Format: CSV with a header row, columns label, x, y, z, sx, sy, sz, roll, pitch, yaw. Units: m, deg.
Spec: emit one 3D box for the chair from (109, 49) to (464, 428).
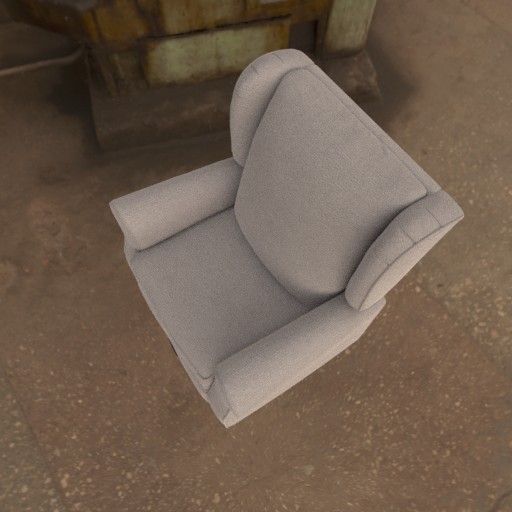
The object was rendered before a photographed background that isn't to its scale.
label,x,y,z,sx,sy,sz,roll,pitch,yaw
chair,0.000,0.000,1.628,0.854,0.966,0.906,-30,67,-14
